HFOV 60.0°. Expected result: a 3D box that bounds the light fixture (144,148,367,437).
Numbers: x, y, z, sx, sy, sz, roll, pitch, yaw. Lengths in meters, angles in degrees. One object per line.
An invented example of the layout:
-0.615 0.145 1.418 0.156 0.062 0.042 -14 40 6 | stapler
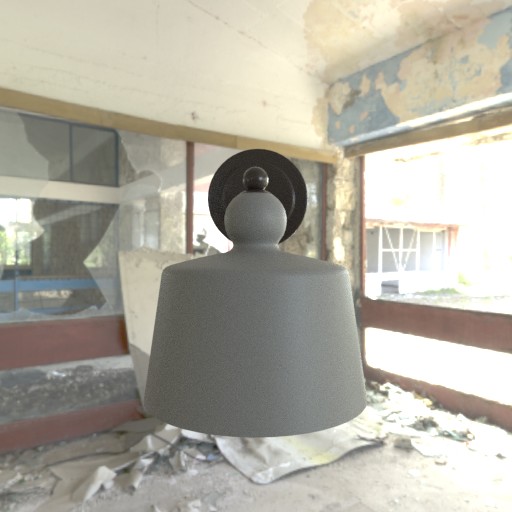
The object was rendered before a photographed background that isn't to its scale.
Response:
0.000 0.000 0.441 0.204 0.268 0.254 0 0 1 | light fixture
